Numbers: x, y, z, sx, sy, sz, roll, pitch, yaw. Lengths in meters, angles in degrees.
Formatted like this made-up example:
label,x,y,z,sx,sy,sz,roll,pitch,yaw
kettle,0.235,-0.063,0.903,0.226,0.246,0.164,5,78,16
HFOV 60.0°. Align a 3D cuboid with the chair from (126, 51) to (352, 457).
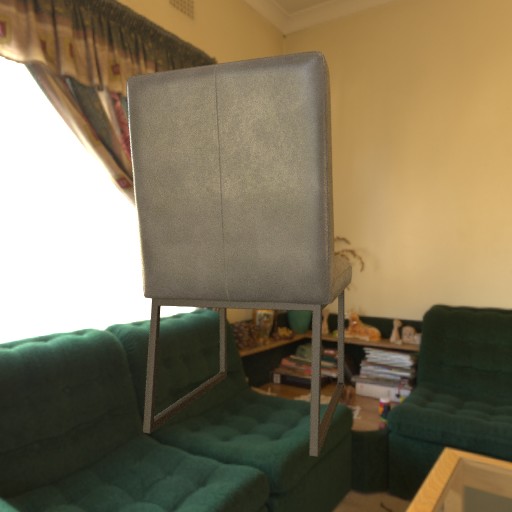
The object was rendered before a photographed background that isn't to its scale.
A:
label,x,y,z,sx,sy,sz,roll,pitch,yaw
chair,0.000,0.000,1.339,0.520,0.930,0.634,0,0,17
